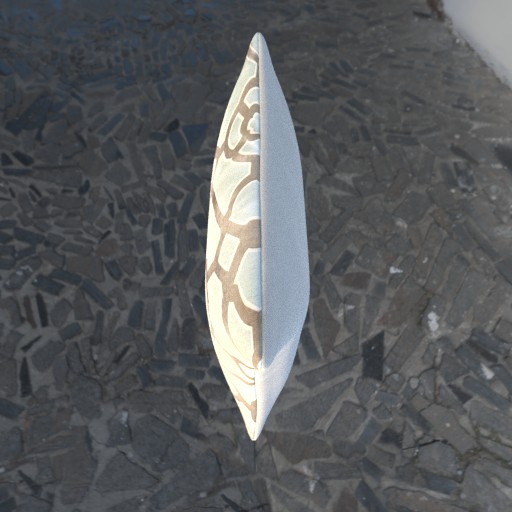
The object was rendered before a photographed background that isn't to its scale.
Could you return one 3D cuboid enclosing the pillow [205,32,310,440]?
[{"bbox_3d":[0.000,0.000,0.797,0.166,0.508,0.552,0,60,0],"label":"pillow"}]
